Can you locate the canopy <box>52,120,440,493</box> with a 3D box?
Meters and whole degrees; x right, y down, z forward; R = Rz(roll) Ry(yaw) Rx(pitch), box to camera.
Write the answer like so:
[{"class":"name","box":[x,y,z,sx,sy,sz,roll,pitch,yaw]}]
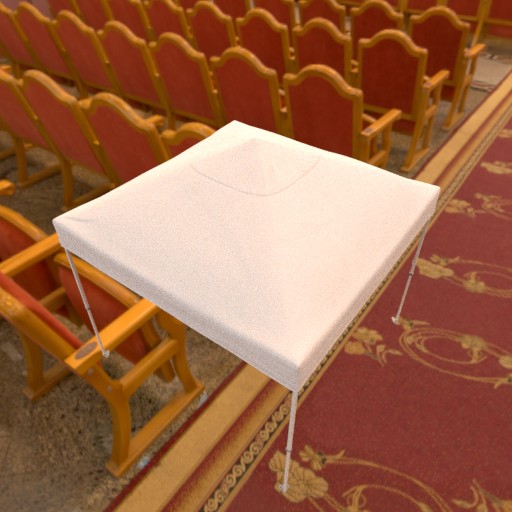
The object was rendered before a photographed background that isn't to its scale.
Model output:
[{"class":"canopy","box":[0.000,0.000,5.229,2.998,2.997,2.996,26,47,27]}]
